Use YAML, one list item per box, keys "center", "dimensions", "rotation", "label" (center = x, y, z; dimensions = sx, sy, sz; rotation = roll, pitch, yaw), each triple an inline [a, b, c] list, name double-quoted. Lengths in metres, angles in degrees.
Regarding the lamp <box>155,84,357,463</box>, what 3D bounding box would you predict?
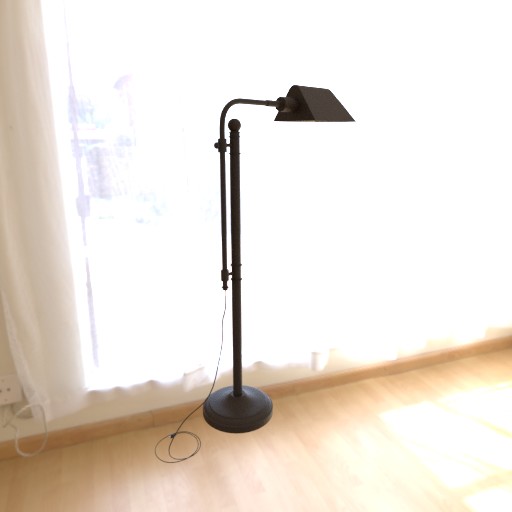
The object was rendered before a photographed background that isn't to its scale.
- center: [0.000, 0.000, 0.954]
  dimensions: [0.159, 0.708, 0.545]
  rotation: [15, 21, 42]
  label: "lamp"
